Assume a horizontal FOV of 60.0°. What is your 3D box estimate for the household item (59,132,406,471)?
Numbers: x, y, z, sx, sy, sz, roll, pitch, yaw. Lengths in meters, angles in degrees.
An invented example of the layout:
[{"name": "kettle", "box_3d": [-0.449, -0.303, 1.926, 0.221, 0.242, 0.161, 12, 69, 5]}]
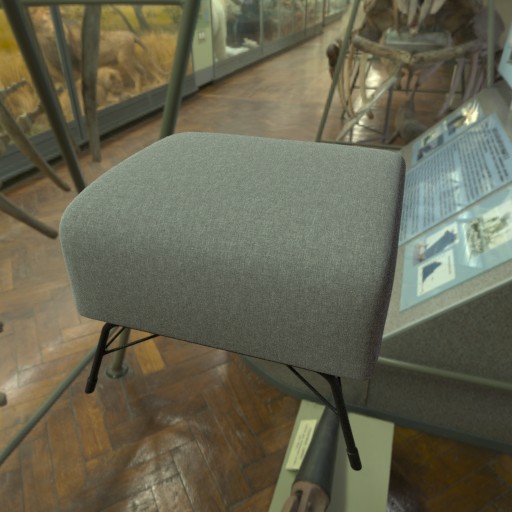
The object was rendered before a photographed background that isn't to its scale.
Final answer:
[{"name": "household item", "box_3d": [0.000, 0.000, 0.893, 0.530, 0.410, 0.530, 10, 33, 15]}]
